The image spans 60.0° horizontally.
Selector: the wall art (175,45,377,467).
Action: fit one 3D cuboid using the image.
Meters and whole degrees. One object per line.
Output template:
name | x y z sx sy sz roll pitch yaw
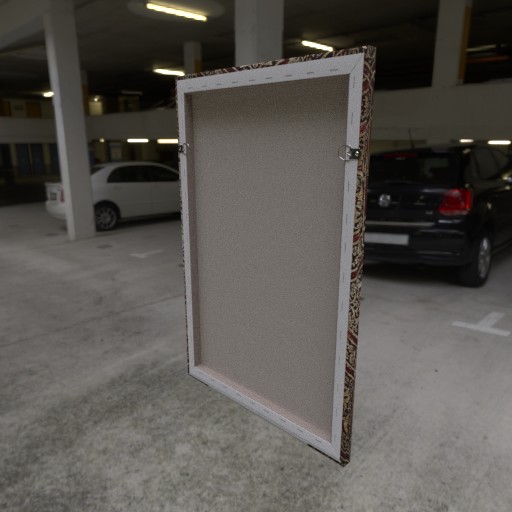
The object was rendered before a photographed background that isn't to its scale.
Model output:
wall art | 0.000 0.000 1.130 0.599 0.904 0.030 14 20 43
